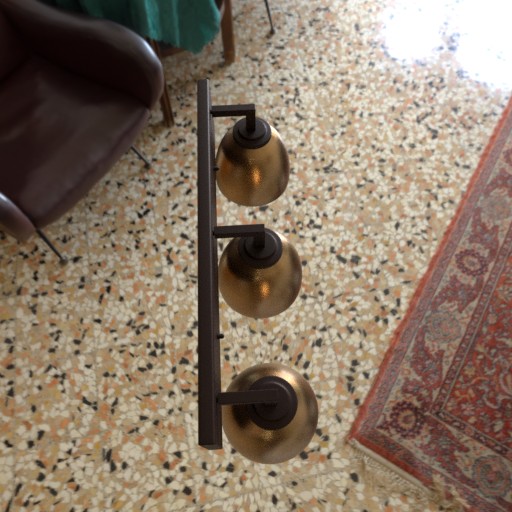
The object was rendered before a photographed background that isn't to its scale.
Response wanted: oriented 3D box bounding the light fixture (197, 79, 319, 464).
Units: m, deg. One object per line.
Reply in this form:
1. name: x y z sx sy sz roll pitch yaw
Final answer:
1. light fixture: 0.000 0.000 0.685 0.157 0.204 0.582 -3 64 -2
